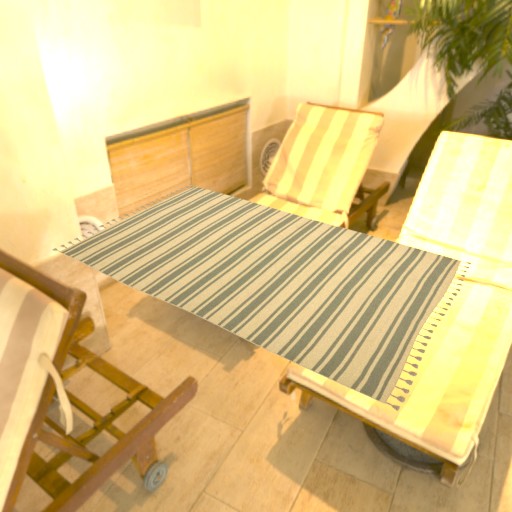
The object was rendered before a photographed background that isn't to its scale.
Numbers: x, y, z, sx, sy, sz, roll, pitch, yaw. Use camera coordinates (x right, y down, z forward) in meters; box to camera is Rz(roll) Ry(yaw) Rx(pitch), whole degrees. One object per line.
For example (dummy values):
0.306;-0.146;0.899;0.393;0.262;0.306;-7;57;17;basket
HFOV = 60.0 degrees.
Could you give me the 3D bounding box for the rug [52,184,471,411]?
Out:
0.000;0.000;2.517;2.084;0.009;1.222;19;36;29;rug
